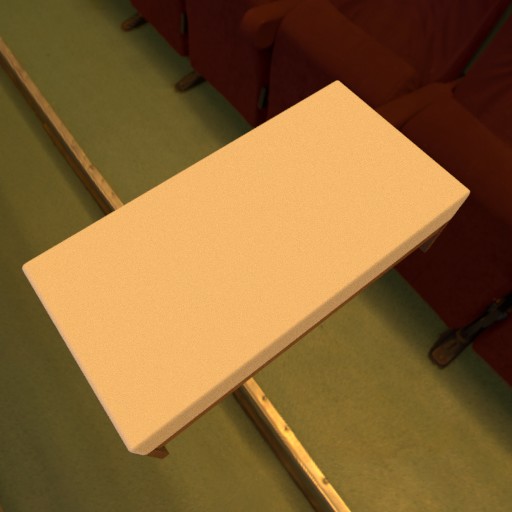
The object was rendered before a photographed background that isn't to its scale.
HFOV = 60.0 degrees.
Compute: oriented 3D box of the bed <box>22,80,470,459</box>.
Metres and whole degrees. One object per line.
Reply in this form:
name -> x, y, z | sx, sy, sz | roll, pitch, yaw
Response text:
bed -> 0.000, 0.000, 2.314 | 1.902, 0.616, 0.961 | -35, 68, -16
